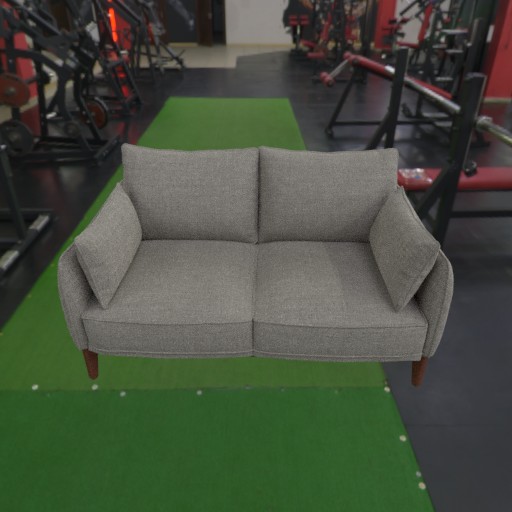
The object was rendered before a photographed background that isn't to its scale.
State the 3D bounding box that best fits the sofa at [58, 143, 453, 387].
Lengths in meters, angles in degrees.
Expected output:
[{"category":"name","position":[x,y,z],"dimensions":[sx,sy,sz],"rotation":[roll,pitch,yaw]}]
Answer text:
[{"category":"sofa","position":[0.000,0.000,2.116],"dimensions":[1.580,0.851,0.972],"rotation":[1,31,1]}]
